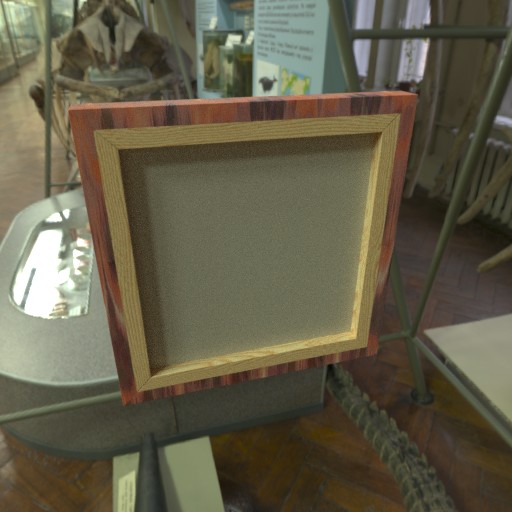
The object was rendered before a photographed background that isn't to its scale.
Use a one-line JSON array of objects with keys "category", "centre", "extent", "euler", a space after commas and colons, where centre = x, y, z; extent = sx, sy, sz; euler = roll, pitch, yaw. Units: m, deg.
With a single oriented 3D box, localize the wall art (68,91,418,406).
[{"category": "wall art", "centre": [0.000, 0.000, 0.603], "extent": [0.403, 0.406, 0.038], "euler": [-8, 28, -14]}]
